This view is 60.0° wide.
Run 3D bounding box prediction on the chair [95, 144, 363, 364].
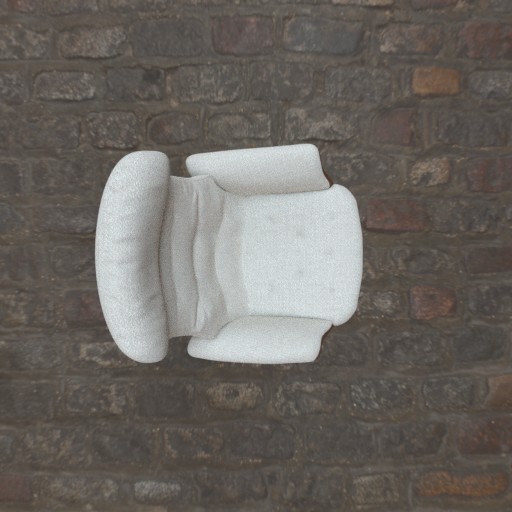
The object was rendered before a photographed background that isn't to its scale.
[{"bbox_3d":[0.000,0.000,1.580,0.837,0.995,0.785,0,90,-1],"label":"chair"}]
